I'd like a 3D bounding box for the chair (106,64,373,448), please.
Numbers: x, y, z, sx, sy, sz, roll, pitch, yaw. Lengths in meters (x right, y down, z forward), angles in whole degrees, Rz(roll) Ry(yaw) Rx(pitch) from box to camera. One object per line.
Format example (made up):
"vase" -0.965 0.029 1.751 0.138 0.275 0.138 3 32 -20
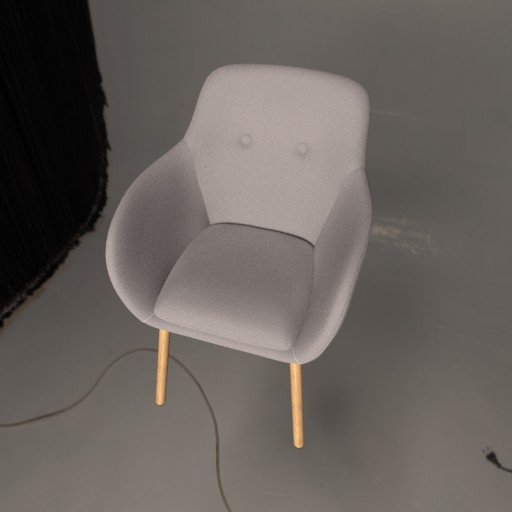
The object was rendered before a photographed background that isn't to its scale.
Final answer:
"chair" 0.000 0.000 1.218 0.570 0.830 0.590 12 44 13
